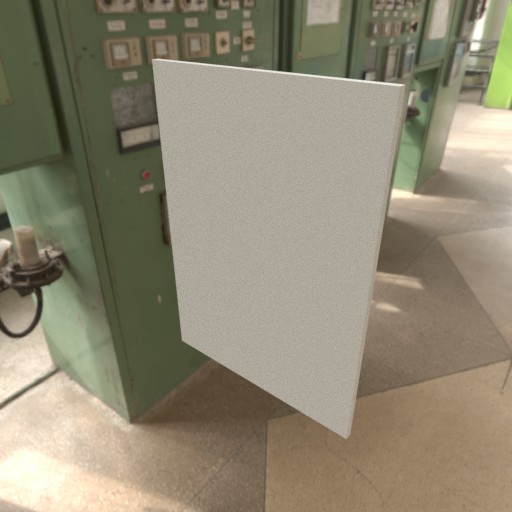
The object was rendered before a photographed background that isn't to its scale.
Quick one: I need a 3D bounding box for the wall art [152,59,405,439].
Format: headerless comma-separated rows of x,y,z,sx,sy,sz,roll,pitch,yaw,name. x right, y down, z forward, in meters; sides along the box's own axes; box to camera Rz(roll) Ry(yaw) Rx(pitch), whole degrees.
0.000,0.000,0.683,0.381,0.533,0.013,22,36,33,wall art
